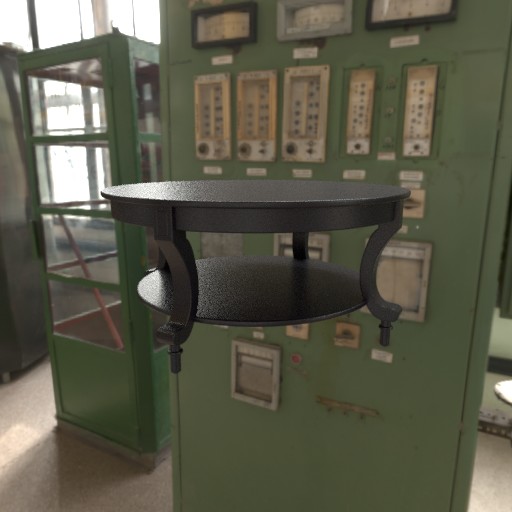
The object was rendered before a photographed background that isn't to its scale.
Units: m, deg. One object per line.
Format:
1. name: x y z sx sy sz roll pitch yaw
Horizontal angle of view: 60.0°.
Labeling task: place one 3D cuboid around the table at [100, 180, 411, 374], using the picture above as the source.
1. table: 0.000 0.000 1.597 1.029 0.491 1.029 0 13 0
